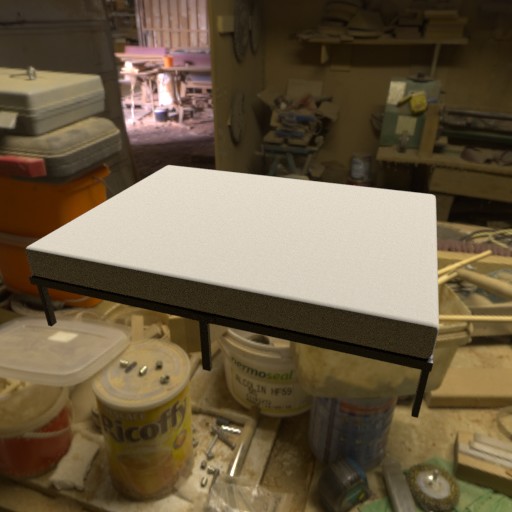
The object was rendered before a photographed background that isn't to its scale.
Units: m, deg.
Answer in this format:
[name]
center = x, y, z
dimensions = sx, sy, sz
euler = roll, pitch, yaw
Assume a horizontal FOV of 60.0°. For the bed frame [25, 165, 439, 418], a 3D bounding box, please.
[bed frame]
center = 0.000, 0.000, 3.544
dimensions = 2.635, 0.680, 1.990
euler = 9, 30, 17
